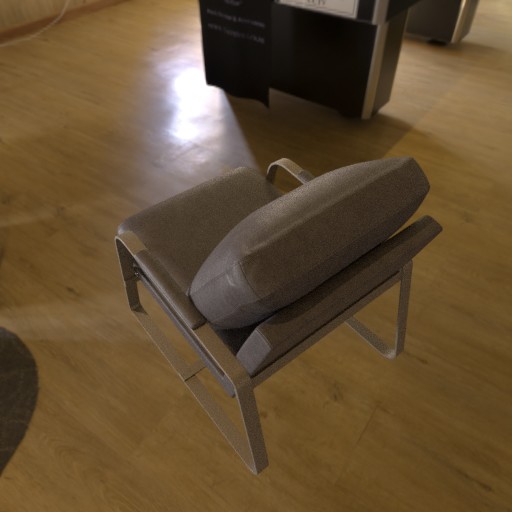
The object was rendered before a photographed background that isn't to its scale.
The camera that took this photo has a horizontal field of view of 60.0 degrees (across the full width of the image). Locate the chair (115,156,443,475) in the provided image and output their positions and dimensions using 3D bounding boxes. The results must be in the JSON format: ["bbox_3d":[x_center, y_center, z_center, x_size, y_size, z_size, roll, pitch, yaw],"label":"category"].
[{"bbox_3d":[0.000,0.000,1.457,0.692,0.839,0.878,-30,53,-26],"label":"chair"}]
